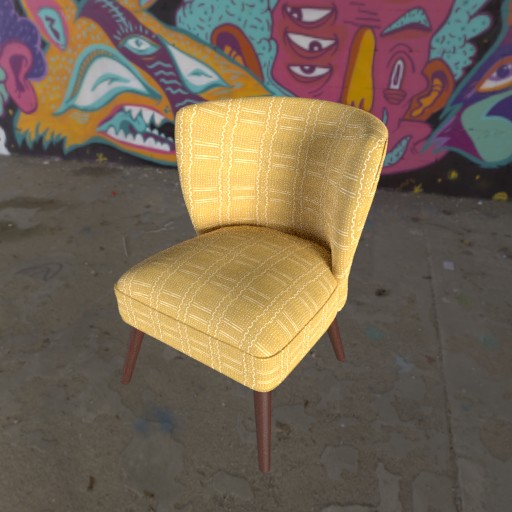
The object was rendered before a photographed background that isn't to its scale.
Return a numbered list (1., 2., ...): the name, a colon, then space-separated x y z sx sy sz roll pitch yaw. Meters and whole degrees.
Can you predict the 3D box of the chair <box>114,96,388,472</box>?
1. chair: 0.000 0.000 1.433 0.706 0.866 0.758 19 35 30
